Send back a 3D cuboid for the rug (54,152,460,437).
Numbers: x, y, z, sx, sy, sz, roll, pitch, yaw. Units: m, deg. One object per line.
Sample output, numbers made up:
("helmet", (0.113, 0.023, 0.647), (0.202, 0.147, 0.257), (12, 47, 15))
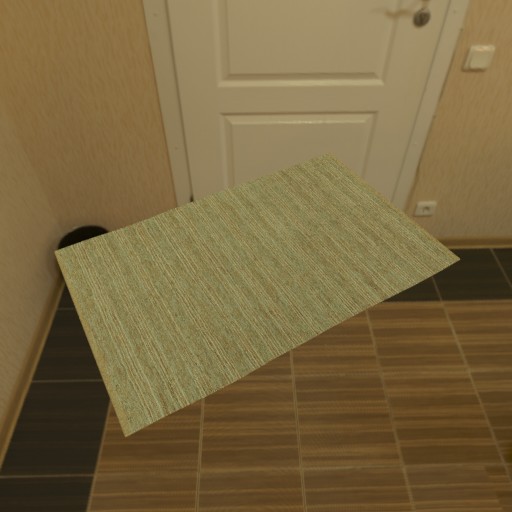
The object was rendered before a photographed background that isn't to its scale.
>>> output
("rug", (0.000, 0.000, 3.142), (2.448, 0.012, 1.540), (-23, 51, -20))
